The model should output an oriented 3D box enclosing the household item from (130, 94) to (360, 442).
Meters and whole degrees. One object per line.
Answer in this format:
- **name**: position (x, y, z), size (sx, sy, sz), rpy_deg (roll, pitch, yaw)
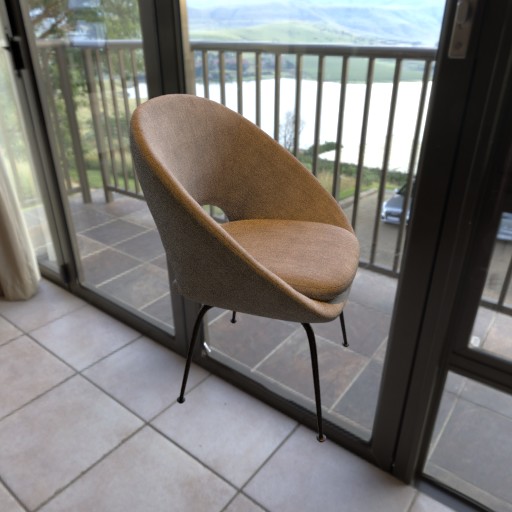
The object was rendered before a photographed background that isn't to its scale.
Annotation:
- **household item**: position (0.000, 0.000, 1.303), size (0.587, 0.869, 0.643), rpy_deg (9, 29, 17)
